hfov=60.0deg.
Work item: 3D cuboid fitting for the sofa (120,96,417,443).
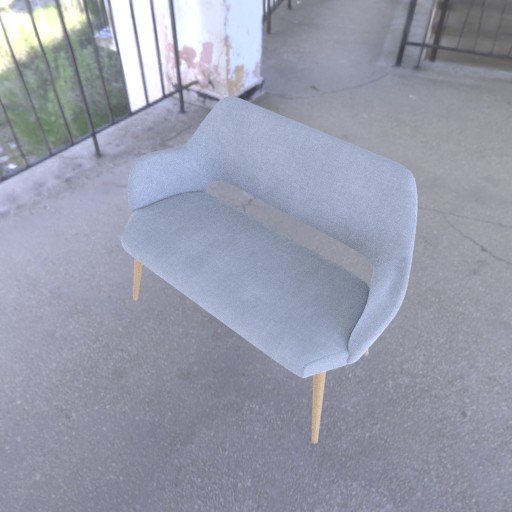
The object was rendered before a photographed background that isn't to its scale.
[{"bbox_3d":[0.000,0.000,1.691,1.150,0.840,0.610,31,54,27],"label":"sofa"}]
